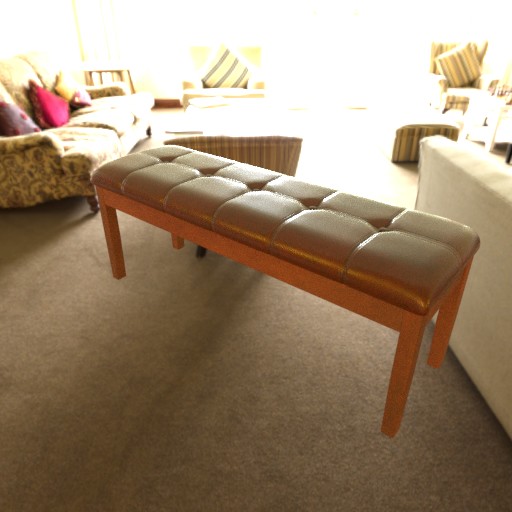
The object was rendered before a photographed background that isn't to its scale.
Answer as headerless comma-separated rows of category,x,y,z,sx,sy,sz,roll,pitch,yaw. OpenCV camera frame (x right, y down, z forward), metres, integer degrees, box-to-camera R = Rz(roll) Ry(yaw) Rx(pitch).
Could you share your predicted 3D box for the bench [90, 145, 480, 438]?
bench,0.000,0.000,1.494,1.259,0.491,0.401,22,37,33
